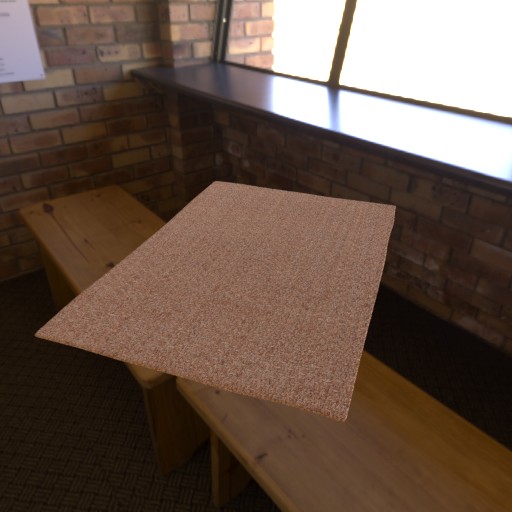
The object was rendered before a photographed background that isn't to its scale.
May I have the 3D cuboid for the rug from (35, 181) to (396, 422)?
[{"bbox_3d":[0.000,0.000,2.806,1.566,0.013,2.141,10,33,17],"label":"rug"}]
